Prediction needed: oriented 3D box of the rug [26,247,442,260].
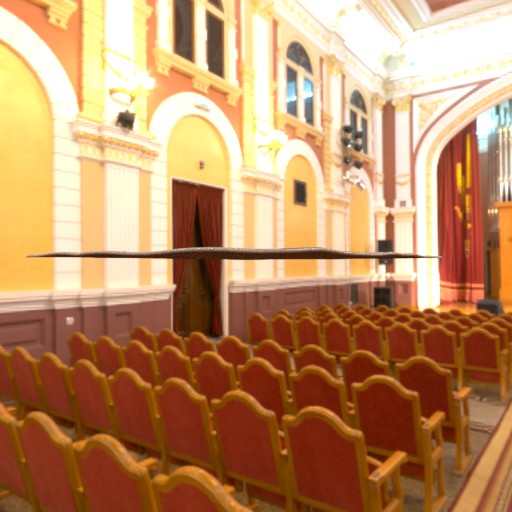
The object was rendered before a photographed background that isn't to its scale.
[{"bbox_3d":[0.000,0.000,0.876,0.551,0.008,0.642,-1,-1,36],"label":"rug"}]
